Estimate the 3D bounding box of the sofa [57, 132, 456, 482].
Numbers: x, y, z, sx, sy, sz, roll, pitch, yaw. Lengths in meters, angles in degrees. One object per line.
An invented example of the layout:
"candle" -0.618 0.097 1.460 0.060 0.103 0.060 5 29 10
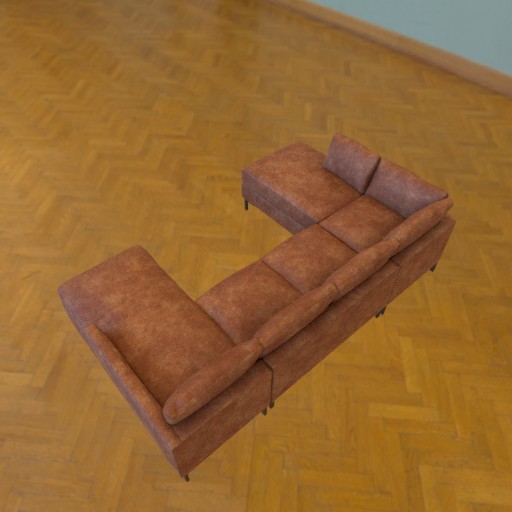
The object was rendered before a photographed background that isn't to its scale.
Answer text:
"sofa" 0.000 0.000 3.770 2.956 0.900 1.939 -32 55 -27
